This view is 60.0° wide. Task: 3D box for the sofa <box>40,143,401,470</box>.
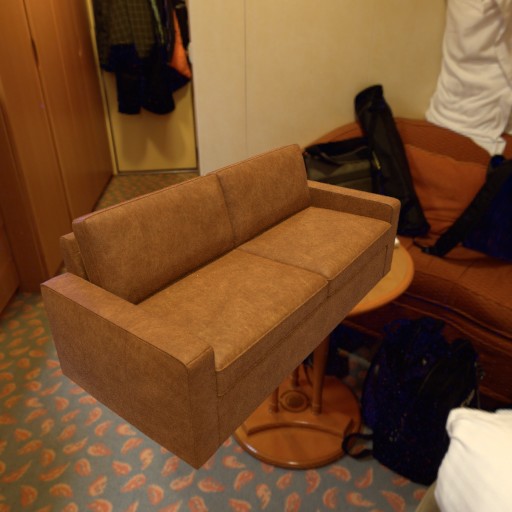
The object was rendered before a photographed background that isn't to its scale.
[{"bbox_3d":[0.000,0.000,2.623,0.991,0.928,2.156,19,33,32],"label":"sofa"}]
